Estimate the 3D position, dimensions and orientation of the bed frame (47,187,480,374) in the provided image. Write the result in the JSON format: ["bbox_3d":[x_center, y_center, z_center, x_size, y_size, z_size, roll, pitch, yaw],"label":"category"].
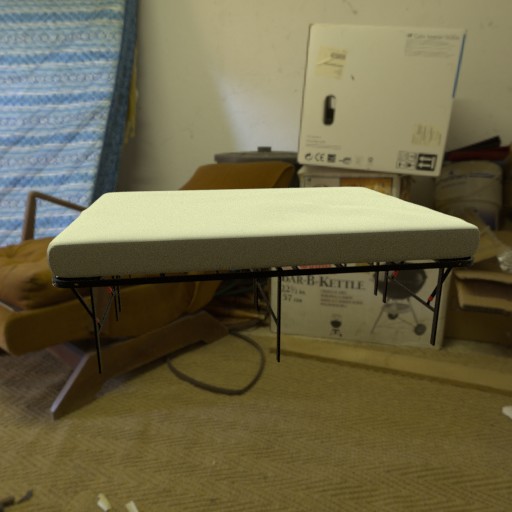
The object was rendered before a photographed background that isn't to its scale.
[{"bbox_3d":[0.000,0.000,2.583,1.905,0.637,1.372,-3,17,-9],"label":"bed frame"}]
